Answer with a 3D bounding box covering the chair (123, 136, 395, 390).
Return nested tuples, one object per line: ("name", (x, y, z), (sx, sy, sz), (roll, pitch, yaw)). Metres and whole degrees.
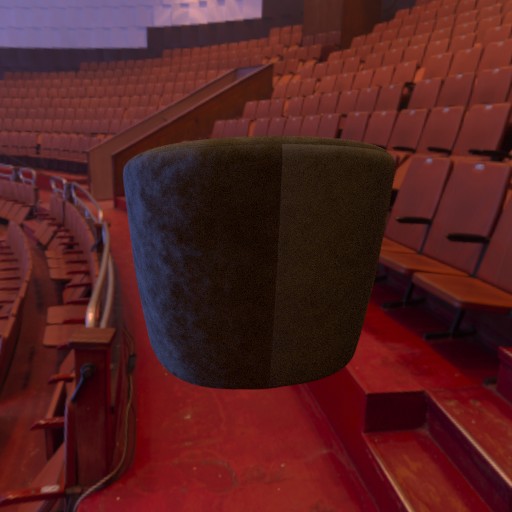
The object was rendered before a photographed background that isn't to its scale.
("chair", (0.000, 0.000, 1.352), (0.773, 0.698, 0.767), (-2, 15, -8))
